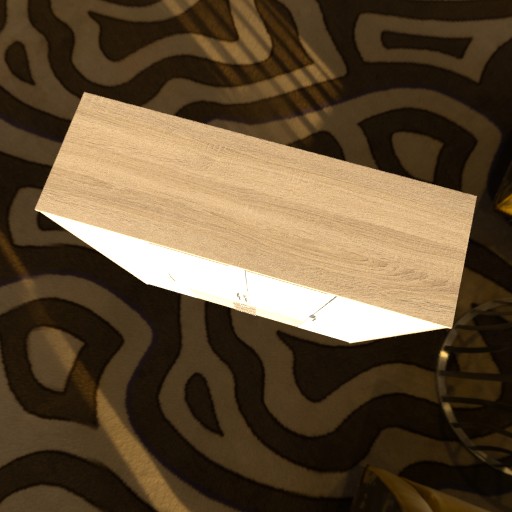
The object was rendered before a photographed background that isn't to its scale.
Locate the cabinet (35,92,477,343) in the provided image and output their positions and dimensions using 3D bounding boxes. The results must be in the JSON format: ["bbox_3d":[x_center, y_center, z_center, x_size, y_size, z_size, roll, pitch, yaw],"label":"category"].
[{"bbox_3d":[0.000,0.000,2.972,1.870,2.060,0.620,16,78,4],"label":"cabinet"}]
